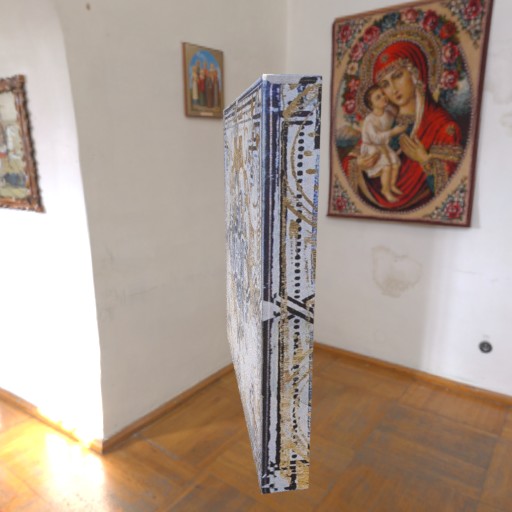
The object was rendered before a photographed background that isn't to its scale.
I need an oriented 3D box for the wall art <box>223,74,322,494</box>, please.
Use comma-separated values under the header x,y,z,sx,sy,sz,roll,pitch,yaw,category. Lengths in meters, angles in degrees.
x,y,z,sx,sy,sz,roll,pitch,yaw,category
0.000,0.000,0.454,0.038,0.306,0.302,-2,14,-8,wall art
